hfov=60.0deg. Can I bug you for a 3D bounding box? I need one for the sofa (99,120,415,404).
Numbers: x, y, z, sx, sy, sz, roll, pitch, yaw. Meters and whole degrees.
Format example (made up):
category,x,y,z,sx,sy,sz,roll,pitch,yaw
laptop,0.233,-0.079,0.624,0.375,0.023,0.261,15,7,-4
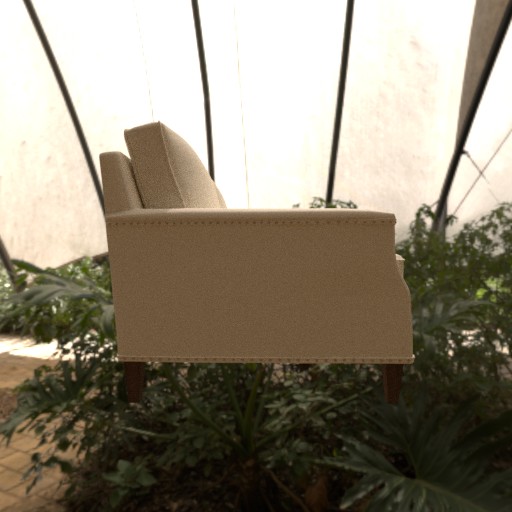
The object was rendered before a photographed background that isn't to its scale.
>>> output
category,x,y,z,sx,sy,sz,roll,pitch,yaw
sofa,0.000,0.000,2.247,1.084,1.003,1.597,0,0,1
